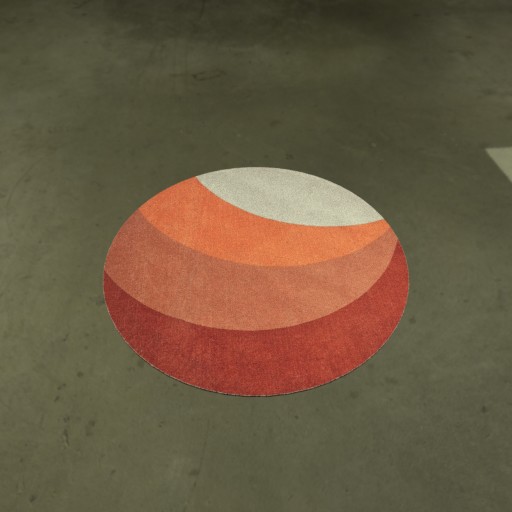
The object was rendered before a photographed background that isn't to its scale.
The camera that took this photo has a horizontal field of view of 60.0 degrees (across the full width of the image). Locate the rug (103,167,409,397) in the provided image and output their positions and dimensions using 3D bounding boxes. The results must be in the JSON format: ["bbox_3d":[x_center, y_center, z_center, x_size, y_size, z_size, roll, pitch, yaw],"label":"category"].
[{"bbox_3d":[0.000,0.000,2.252,1.514,0.015,1.514,0,47,0],"label":"rug"}]
